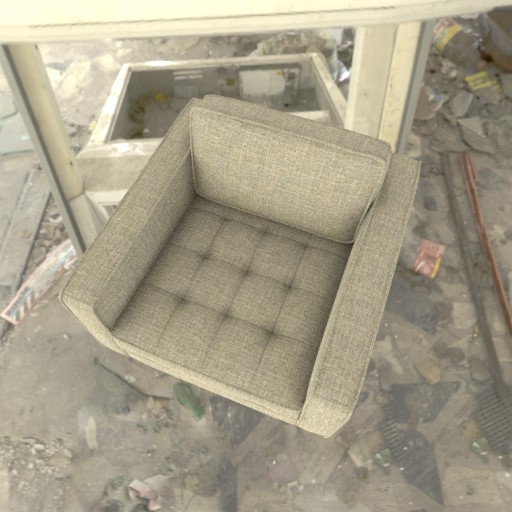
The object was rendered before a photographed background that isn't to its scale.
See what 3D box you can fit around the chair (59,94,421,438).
[{"bbox_3d":[0.000,0.000,1.547,0.889,0.765,0.914,19,62,11],"label":"chair"}]
